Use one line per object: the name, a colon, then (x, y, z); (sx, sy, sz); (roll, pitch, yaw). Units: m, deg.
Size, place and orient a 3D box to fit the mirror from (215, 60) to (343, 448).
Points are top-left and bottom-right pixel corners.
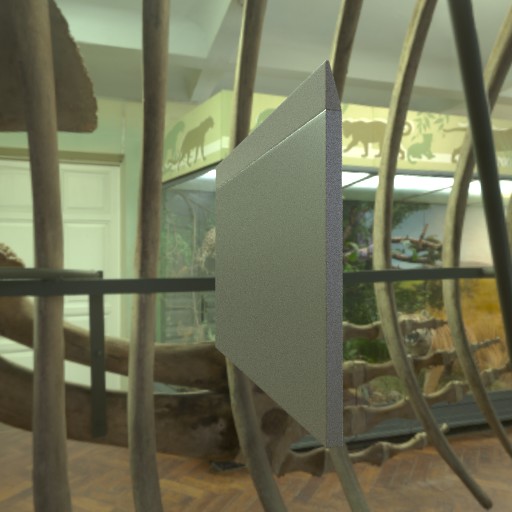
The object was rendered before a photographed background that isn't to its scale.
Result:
mirror: (0.000, 0.000, 1.138); (0.030, 0.630, 0.870); (0, -1, -17)
